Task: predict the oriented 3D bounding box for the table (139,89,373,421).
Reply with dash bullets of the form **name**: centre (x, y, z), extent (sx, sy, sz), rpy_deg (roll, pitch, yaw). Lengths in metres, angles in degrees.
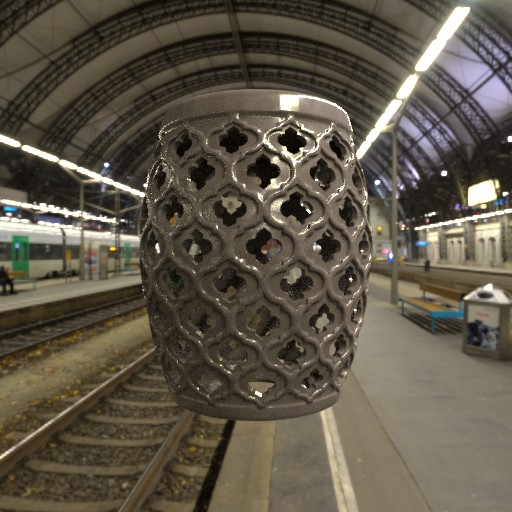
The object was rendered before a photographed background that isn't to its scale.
- **table**: centre (0.000, 0.000, 0.636), extent (0.325, 0.388, 0.325), rpy_deg (0, 0, 0)
